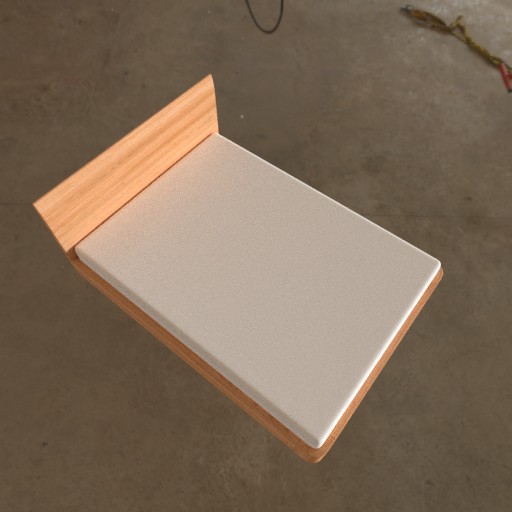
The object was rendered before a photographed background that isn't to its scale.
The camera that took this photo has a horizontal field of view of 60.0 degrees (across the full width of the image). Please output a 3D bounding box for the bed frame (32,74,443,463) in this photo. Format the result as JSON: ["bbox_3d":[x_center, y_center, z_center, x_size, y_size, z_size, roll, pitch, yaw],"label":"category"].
[{"bbox_3d":[0.000,0.000,2.812,1.992,0.940,1.472,34,64,20],"label":"bed frame"}]
